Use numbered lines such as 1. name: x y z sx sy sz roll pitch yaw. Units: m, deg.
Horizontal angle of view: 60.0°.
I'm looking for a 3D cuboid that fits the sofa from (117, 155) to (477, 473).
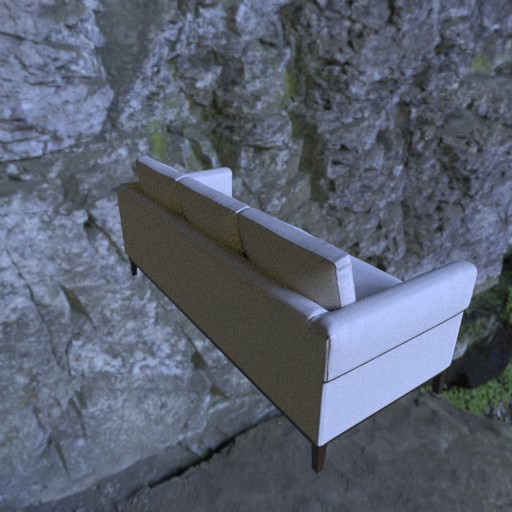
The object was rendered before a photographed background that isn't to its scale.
1. sofa: 0.000 0.000 2.619 0.902 0.911 2.198 -16 30 -31
